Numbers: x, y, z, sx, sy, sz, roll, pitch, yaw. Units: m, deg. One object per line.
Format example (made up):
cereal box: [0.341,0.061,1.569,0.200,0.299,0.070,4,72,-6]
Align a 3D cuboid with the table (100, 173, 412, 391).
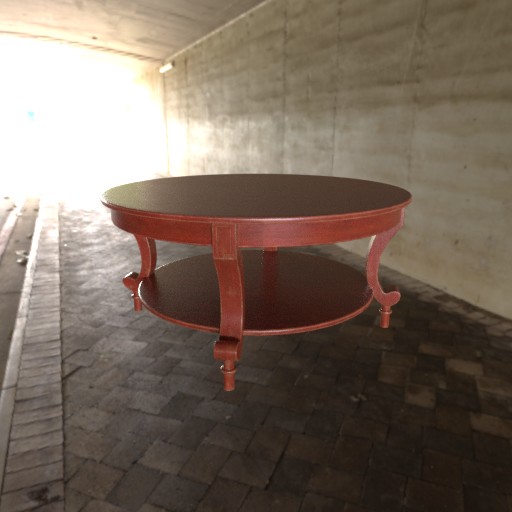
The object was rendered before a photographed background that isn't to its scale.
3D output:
table: [0.000,0.000,1.601,1.029,0.486,1.029,0,16,0]
